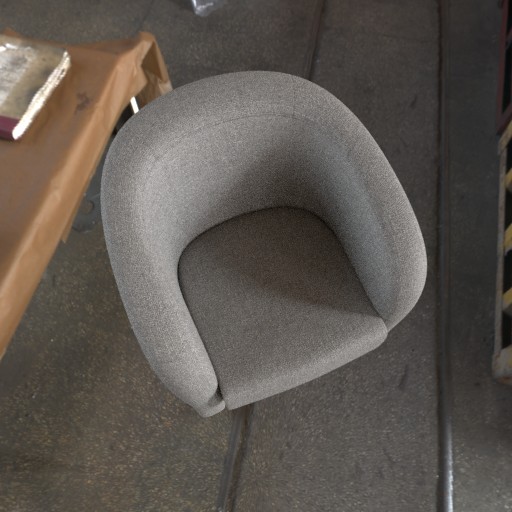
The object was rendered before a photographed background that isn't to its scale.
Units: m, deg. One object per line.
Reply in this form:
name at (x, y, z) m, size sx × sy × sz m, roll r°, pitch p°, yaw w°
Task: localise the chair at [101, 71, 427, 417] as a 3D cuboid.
chair at (0.000, 0.000, 1.415) m, size 0.791 × 0.771 × 0.815 m, roll -20°, pitch 65°, yaw -10°
